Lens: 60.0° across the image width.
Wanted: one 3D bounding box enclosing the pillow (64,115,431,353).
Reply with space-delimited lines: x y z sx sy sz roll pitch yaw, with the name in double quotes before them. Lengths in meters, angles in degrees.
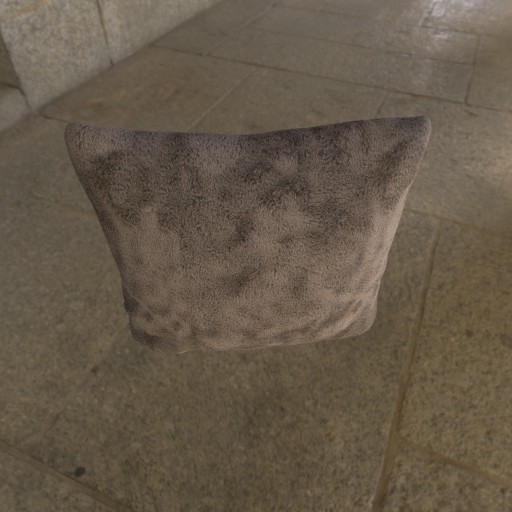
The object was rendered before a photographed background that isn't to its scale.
"pillow" 0.000 0.000 0.779 0.522 0.520 0.204 -4 46 -4
